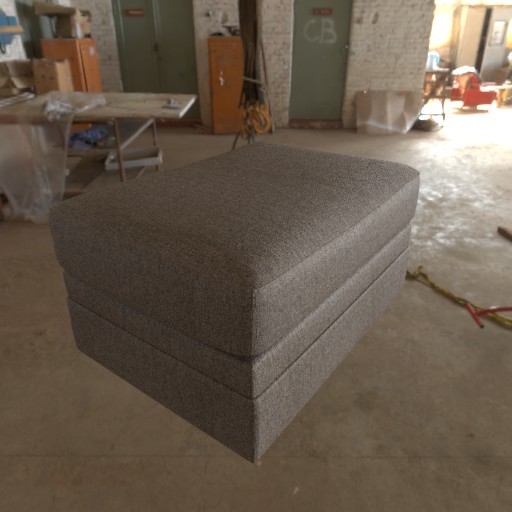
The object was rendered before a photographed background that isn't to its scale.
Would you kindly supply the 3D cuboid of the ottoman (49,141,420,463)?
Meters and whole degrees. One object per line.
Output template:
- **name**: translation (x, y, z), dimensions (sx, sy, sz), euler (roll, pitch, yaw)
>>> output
- **ottoman**: translation (0.000, 0.000, 1.261), dimensions (0.637, 0.478, 0.885), euler (19, 33, 32)
